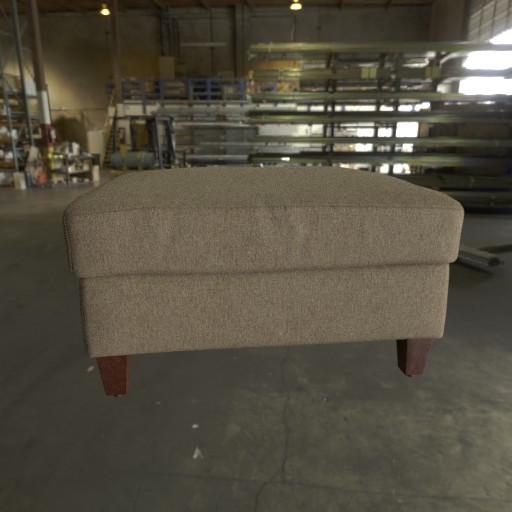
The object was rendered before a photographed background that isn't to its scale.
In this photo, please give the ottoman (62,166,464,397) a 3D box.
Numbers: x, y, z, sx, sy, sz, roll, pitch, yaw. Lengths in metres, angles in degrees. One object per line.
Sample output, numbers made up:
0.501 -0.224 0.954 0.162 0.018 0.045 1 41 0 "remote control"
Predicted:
0.000 0.000 1.305 0.889 0.511 0.692 -2 15 -7 "ottoman"
